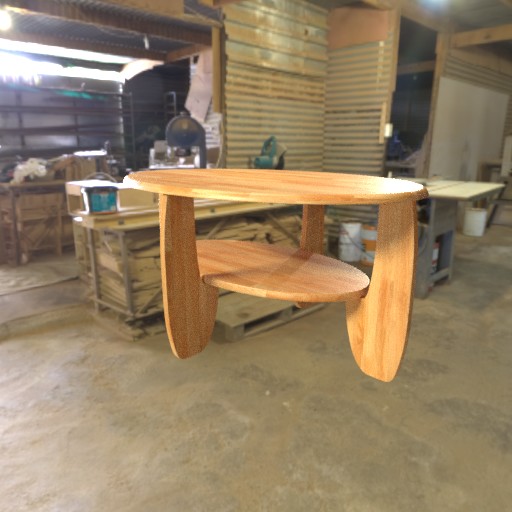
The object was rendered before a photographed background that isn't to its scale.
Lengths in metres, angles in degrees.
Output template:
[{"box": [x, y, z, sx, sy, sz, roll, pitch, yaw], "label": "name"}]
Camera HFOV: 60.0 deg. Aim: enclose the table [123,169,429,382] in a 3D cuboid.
[{"box": [0.000, 0.000, 1.403, 1.040, 0.490, 0.690, 14, 20, 43], "label": "table"}]
